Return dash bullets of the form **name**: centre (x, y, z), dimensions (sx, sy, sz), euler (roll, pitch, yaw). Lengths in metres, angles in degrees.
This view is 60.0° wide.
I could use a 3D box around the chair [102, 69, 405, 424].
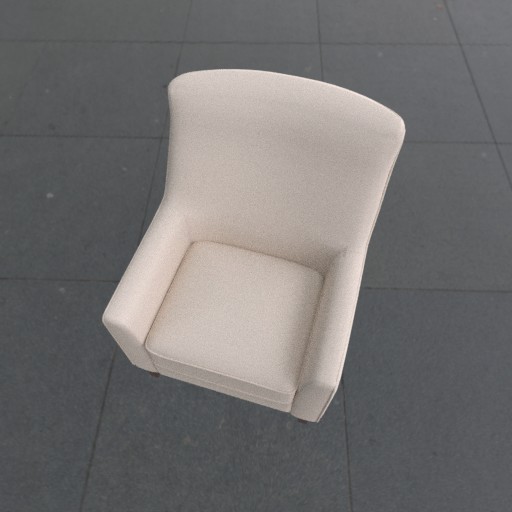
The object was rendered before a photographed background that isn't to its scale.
- **chair**: centre (0.000, 0.000, 1.590), dimensions (0.756, 0.916, 0.879), euler (15, 59, 9)
